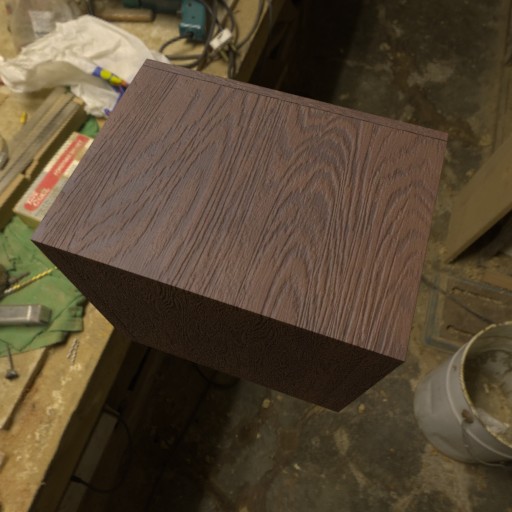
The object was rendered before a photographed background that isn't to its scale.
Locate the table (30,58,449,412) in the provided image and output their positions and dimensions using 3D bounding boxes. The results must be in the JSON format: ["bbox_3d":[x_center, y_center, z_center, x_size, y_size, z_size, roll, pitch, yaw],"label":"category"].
[{"bbox_3d":[0.000,0.000,0.969,0.560,0.585,0.439,17,65,8],"label":"table"}]
